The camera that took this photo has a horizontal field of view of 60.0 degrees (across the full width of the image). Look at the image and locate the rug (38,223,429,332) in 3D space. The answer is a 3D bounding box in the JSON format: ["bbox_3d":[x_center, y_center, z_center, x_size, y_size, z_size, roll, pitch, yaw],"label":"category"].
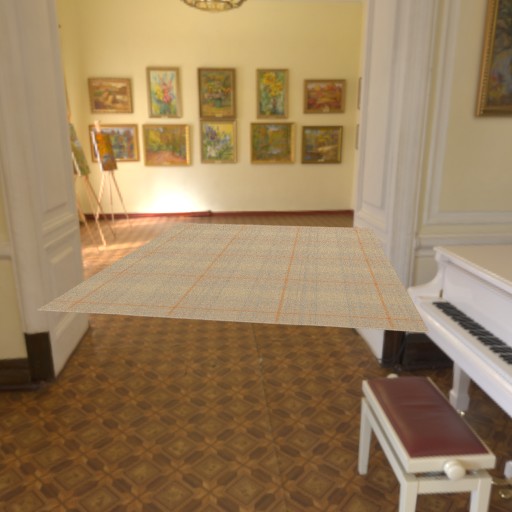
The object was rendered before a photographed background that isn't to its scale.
[{"bbox_3d":[0.000,0.000,4.170,2.448,0.021,3.051,2,15,8],"label":"rug"}]
